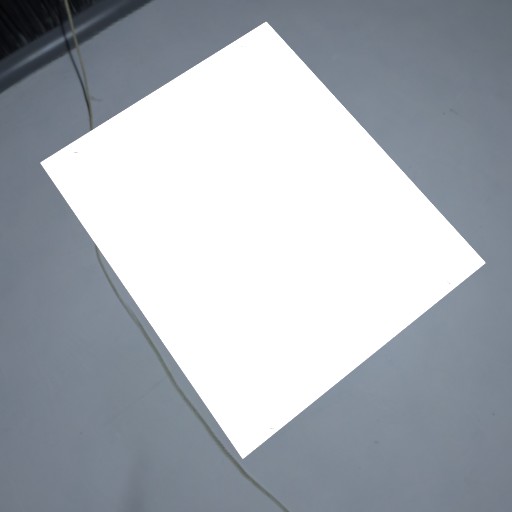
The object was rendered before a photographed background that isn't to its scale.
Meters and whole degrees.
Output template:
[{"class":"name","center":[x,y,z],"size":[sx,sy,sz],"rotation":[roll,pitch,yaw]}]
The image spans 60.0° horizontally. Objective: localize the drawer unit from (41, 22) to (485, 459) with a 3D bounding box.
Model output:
[{"class":"drawer unit","center":[0.000,0.000,0.605],"size":[0.290,0.344,0.349],"rotation":[-36,78,-9]}]
